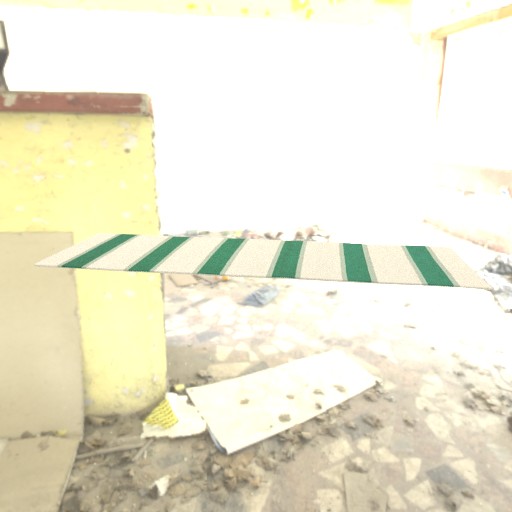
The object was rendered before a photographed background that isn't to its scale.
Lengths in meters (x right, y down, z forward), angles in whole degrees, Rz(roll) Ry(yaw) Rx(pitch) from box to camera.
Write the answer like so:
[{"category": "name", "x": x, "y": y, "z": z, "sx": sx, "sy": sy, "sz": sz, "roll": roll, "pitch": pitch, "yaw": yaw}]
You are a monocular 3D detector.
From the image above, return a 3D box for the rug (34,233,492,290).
[{"category": "rug", "x": 0.000, "y": 0.000, "z": 2.688, "sx": 2.438, "sy": 0.012, "sz": 0.768, "roll": 3, "pitch": 17, "yaw": 8}]
